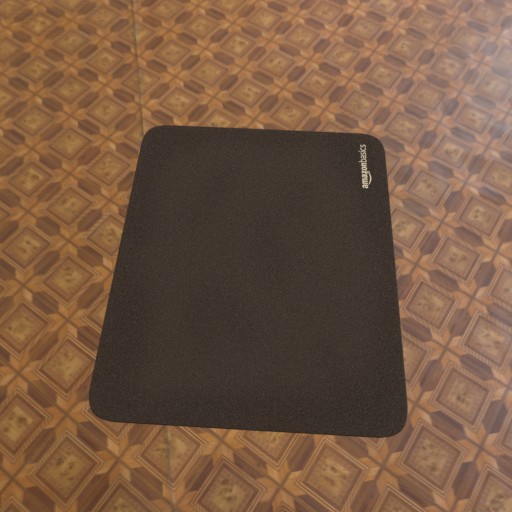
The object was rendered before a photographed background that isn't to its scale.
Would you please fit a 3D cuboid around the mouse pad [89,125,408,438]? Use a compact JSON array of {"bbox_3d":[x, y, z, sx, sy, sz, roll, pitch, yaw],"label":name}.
[{"bbox_3d":[0.000,0.000,0.339,0.211,0.002,0.249,3,64,1],"label":"mouse pad"}]
